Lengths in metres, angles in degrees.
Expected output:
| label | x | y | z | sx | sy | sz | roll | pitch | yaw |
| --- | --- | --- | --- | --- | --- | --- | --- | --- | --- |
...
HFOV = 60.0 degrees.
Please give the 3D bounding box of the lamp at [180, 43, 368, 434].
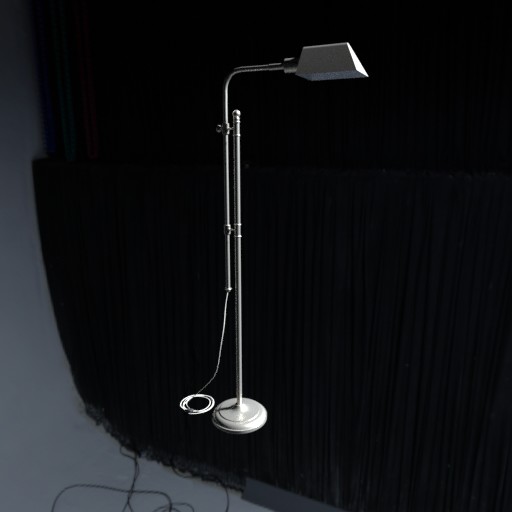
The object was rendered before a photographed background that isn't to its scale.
| label | x | y | z | sx | sy | sz | roll | pitch | yaw |
| --- | --- | --- | --- | --- | --- | --- | --- | --- | --- |
| lamp | 0.000 | 0.000 | 1.849 | 0.813 | 1.571 | 0.256 | 7 | 16 | 26 |
